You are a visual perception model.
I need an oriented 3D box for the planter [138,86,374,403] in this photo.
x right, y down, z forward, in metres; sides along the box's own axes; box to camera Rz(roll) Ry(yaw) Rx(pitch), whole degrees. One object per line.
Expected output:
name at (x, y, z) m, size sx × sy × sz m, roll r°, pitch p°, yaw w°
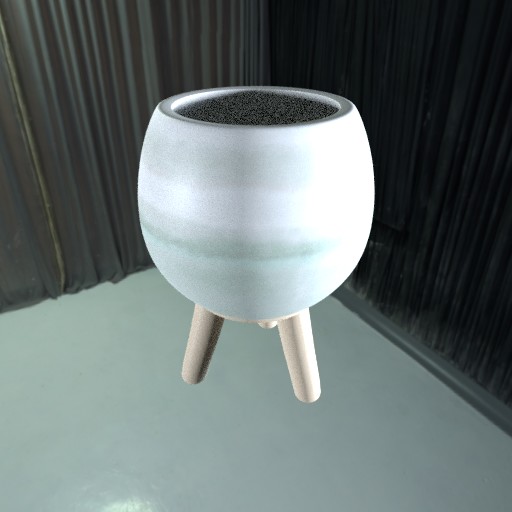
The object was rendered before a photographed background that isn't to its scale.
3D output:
planter at (0.000, 0.000, 0.336) m, size 0.161 × 0.224 × 0.161 m, roll 0°, pitch 31°, yaw 0°
